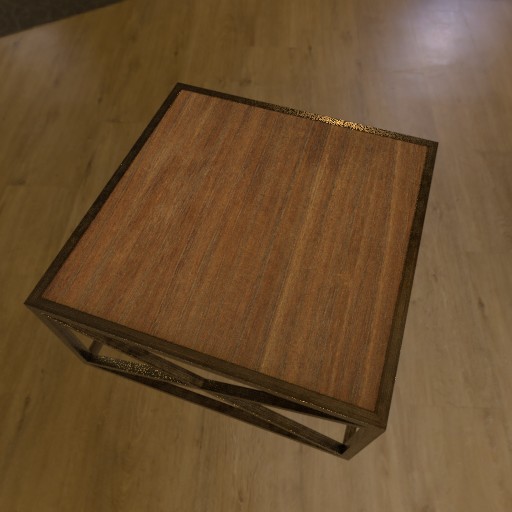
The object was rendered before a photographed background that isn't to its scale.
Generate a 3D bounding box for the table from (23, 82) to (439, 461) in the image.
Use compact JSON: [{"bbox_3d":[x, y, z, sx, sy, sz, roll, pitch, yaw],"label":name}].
[{"bbox_3d":[0.000,0.000,1.432,0.899,0.451,0.909,16,59,10],"label":"table"}]
